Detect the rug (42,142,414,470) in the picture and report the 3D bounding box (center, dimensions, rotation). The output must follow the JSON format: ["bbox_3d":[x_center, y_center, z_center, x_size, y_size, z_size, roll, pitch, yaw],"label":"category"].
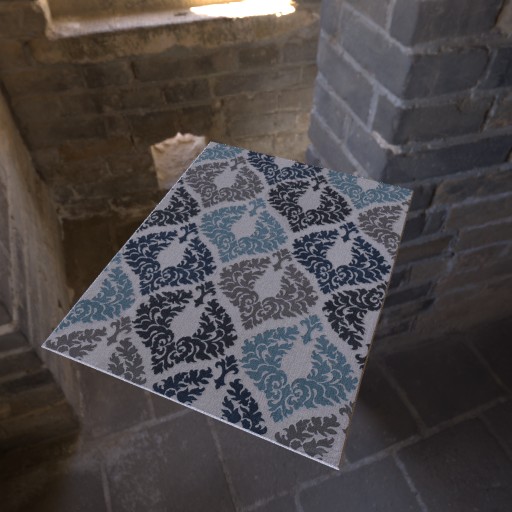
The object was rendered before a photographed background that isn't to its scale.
[{"bbox_3d":[0.000,0.000,4.117,2.423,0.014,3.040,17,50,15],"label":"rug"}]
